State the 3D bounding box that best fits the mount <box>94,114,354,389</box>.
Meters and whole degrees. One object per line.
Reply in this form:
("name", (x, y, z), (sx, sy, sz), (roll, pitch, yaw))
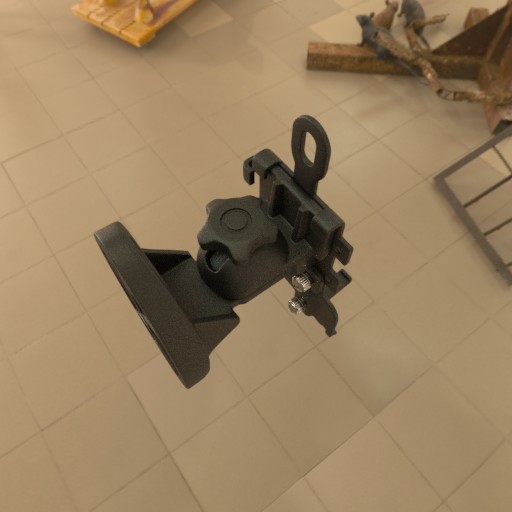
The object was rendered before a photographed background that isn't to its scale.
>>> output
("mount", (0.000, 0.000, 0.179), (0.100, 0.118, 0.066), (-32, 65, -18))
